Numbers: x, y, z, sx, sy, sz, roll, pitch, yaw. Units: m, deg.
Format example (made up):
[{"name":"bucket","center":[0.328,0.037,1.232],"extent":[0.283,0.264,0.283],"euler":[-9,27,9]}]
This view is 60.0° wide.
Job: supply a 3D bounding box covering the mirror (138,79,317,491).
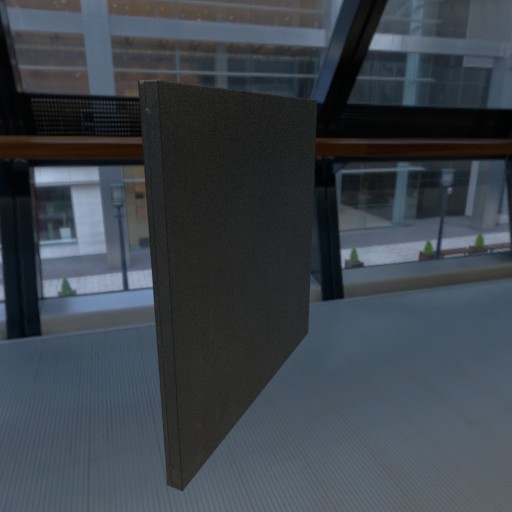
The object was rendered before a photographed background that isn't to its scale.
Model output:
[{"name":"mirror","center":[0.000,0.000,0.552],"extent":[0.020,0.381,0.382],"euler":[8,19,24]}]
